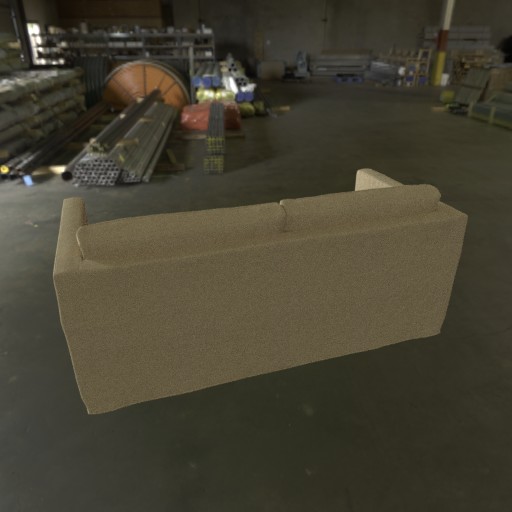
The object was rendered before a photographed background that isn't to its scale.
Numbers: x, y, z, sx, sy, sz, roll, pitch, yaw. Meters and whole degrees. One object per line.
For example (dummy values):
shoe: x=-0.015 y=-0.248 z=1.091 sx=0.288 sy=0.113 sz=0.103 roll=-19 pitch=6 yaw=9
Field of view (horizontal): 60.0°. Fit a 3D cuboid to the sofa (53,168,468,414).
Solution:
sofa: x=0.000 y=0.000 z=2.446 sx=1.959 sy=0.835 sz=0.962 roll=-9 pitch=28 yaw=-17
